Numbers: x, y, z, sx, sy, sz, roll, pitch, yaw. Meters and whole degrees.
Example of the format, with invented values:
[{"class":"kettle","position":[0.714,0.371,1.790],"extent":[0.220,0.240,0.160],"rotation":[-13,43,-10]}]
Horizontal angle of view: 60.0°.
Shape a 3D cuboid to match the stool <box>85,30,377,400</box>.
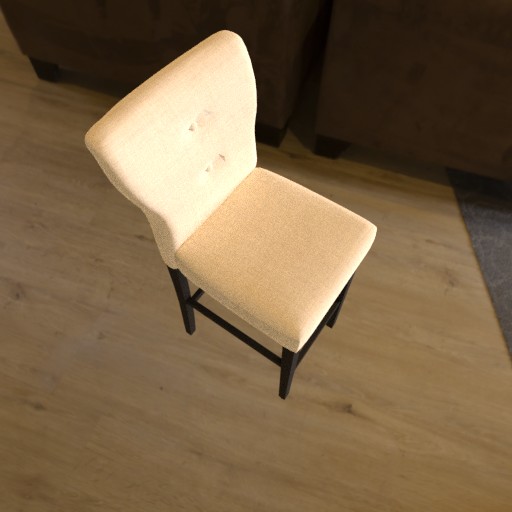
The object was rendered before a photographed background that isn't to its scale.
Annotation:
[{"class":"stool","position":[0.000,0.000,1.445],"extent":[0.603,1.124,0.516],"rotation":[31,63,18]}]
